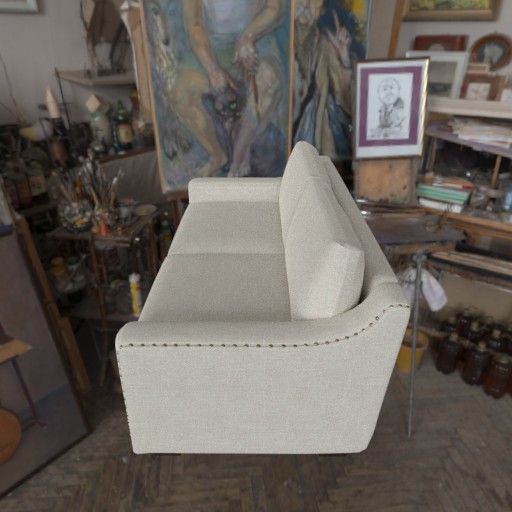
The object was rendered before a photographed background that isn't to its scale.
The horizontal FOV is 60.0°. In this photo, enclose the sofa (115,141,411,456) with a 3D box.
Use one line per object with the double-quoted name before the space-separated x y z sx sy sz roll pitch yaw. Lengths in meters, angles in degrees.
"sofa" 0.000 0.000 2.621 1.104 0.983 2.107 0 27 0
